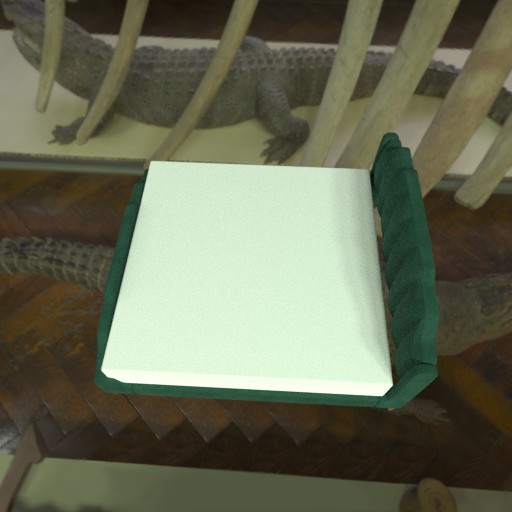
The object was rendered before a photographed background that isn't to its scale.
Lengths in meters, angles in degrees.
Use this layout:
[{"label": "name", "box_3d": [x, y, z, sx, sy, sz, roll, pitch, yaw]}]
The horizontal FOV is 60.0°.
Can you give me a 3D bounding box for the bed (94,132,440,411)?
[{"label": "bed", "box_3d": [0.000, 0.000, 3.585, 2.340, 1.245, 2.074, 3, 58, 2]}]
